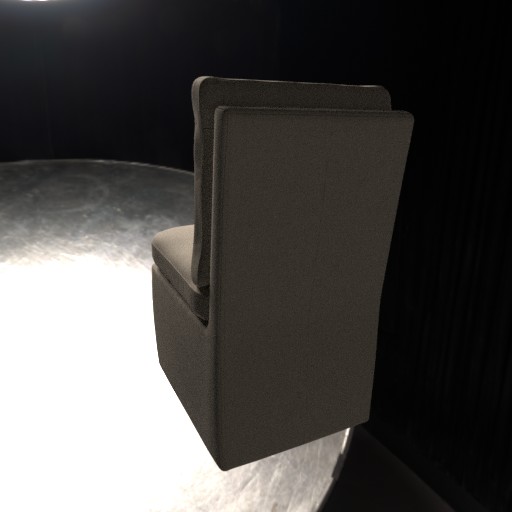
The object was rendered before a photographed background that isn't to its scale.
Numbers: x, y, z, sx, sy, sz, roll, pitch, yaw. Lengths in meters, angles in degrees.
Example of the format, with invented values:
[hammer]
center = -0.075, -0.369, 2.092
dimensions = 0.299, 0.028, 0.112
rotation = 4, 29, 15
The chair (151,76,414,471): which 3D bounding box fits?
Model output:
[chair]
center = 0.000, 0.000, 1.309
dimensions = 0.503, 0.927, 0.698
rotation = -8, 17, -25
